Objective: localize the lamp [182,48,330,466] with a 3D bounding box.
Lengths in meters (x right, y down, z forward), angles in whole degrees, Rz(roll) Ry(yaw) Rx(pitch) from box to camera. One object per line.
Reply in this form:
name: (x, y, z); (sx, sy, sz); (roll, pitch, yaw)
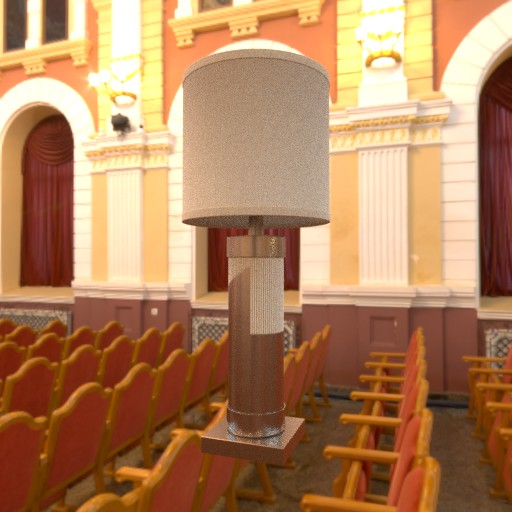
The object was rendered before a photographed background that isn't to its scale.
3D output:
lamp: (0.000, 0.000, 0.610); (0.202, 0.509, 0.202); (0, -1, 20)
